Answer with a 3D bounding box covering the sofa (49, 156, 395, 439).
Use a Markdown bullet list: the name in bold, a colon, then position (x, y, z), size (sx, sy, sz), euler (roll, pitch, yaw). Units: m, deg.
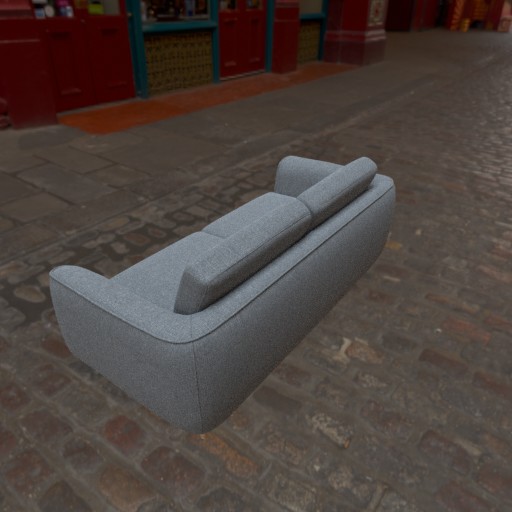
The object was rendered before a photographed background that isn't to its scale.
- **sofa**: position (0.000, 0.000, 2.467), size (0.920, 0.870, 2.000), euler (21, 37, 31)
